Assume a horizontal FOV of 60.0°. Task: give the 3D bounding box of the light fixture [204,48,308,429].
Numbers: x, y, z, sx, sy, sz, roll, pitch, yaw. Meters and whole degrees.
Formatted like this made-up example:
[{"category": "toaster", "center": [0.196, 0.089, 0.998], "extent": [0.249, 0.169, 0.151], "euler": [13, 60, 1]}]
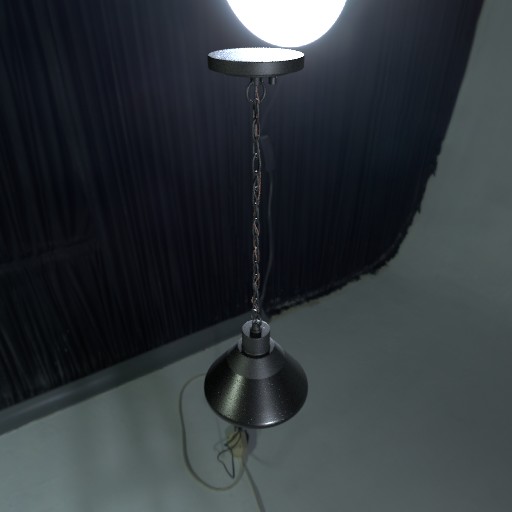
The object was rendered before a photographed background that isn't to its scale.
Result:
[{"category": "light fixture", "center": [0.000, 0.000, 0.704], "extent": [0.201, 0.588, 0.201], "euler": [-21, 38, -30]}]
